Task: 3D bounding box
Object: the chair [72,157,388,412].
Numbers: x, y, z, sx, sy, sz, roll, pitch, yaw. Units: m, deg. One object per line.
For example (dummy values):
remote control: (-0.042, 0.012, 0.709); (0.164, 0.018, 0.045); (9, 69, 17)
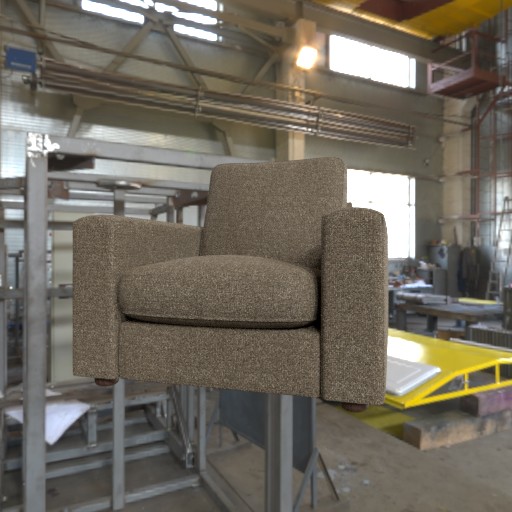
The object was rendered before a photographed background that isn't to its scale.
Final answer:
chair: (0.000, 0.000, 1.767); (1.005, 0.873, 1.016); (0, 0, 17)
